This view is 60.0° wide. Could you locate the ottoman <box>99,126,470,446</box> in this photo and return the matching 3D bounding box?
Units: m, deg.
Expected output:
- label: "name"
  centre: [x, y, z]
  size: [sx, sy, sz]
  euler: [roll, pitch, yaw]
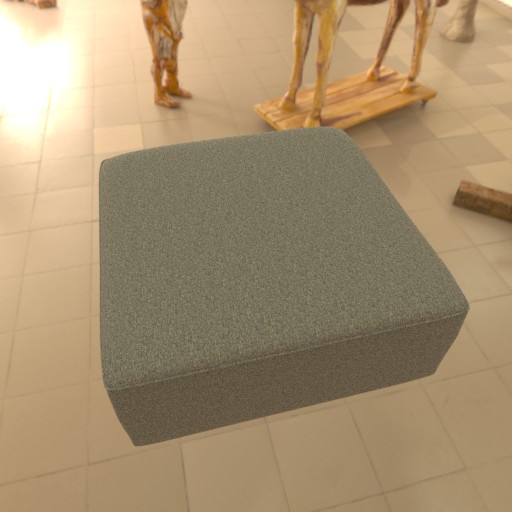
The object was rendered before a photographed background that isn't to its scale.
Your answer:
- label: "ottoman"
  centre: [0.000, 0.000, 1.592]
  size: [1.015, 0.464, 1.005]
  euler: [-10, 48, -9]
